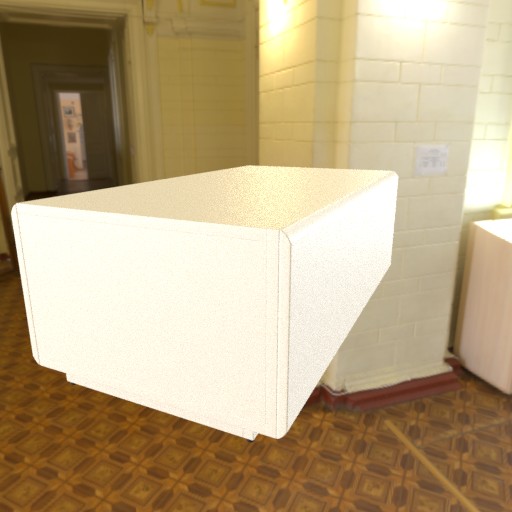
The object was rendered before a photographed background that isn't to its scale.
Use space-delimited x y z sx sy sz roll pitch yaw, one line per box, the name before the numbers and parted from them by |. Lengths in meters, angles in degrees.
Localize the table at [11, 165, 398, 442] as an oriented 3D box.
table | 0.000 0.000 1.341 0.639 0.442 1.097 7 18 24
